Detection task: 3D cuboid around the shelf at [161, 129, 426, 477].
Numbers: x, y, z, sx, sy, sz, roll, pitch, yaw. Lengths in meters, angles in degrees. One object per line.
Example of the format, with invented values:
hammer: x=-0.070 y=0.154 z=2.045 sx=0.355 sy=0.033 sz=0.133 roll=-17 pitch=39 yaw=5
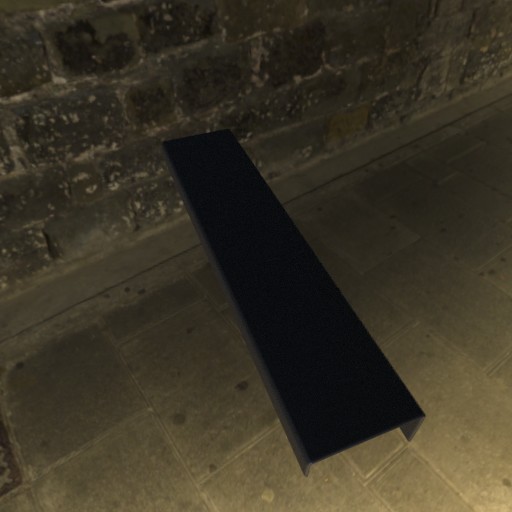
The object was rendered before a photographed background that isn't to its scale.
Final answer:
shelf: x=0.000 y=0.000 z=0.490 sx=0.102 sy=0.053 sz=0.456 roll=-16 pitch=48 yaw=-15
